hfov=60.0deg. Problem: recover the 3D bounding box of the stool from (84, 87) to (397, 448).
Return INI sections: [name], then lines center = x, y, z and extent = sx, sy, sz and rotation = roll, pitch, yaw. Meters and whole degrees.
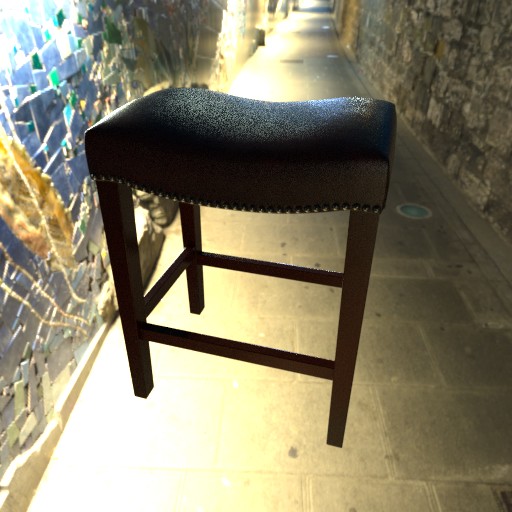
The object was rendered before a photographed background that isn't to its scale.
[stool]
center = 0.000, 0.000, 0.973
extent = 0.504, 0.657, 0.372
rotation = 9, 32, 14
